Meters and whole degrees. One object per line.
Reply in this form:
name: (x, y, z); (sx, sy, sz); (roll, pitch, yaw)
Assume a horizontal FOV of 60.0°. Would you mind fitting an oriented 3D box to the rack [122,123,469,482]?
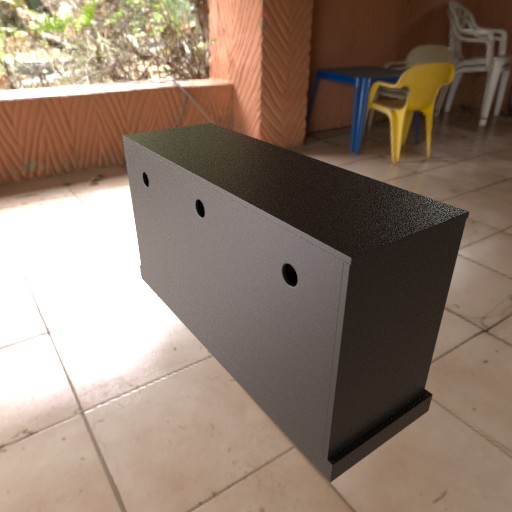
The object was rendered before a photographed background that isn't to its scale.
rack: (0.000, 0.000, 1.494); (0.399, 0.635, 1.206); (-19, 34, -31)
